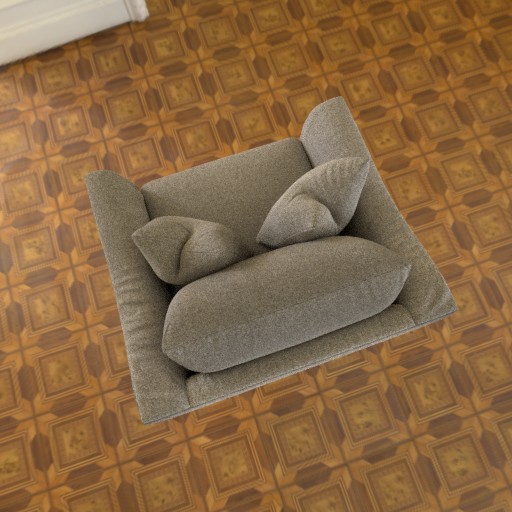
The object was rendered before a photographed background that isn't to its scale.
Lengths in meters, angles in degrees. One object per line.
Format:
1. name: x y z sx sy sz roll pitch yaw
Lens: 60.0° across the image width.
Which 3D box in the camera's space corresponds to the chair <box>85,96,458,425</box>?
1. chair: 0.000 0.000 1.992 1.194 1.059 1.071 -19 75 -5
